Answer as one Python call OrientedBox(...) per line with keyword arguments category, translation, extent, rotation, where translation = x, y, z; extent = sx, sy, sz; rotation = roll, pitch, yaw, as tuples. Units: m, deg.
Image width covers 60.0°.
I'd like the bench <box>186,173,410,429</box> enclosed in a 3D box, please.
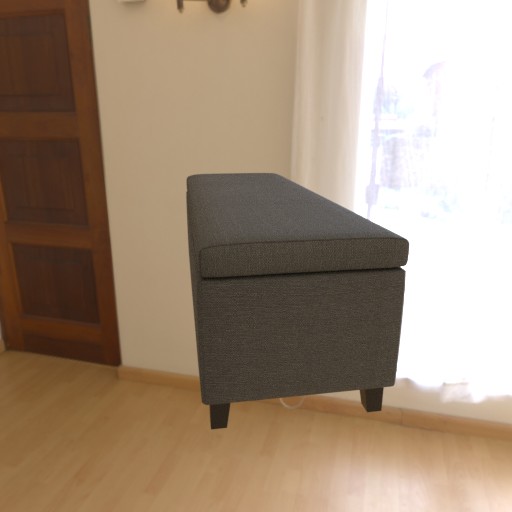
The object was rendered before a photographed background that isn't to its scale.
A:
OrientedBox(category="bench", translation=(0.000, 0.000, 1.518), extent=(0.446, 0.438, 1.269), rotation=(-3, 17, -9))
